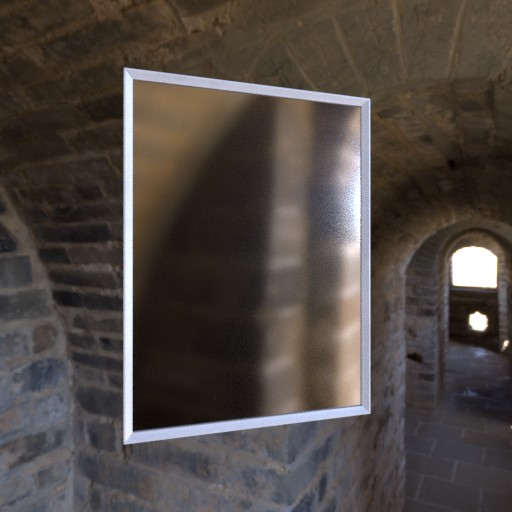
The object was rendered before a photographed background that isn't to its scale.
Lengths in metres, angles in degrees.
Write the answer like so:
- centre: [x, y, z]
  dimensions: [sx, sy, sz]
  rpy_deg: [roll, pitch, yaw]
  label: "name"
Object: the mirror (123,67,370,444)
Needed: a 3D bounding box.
- centre: [0.000, 0.000, 1.330]
  dimensions: [0.762, 1.016, 0.041]
  rpy_deg: [0, 0, -18]
  label: "mirror"
